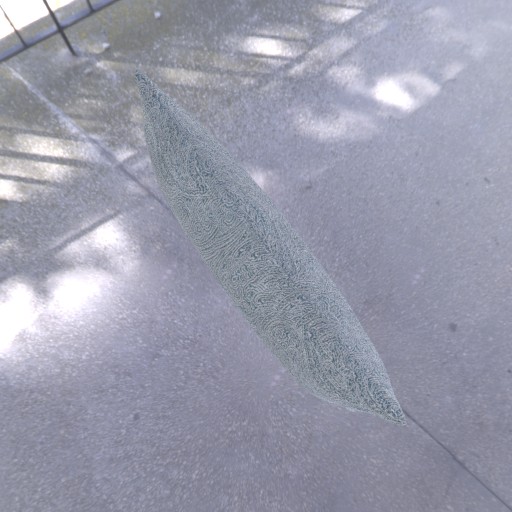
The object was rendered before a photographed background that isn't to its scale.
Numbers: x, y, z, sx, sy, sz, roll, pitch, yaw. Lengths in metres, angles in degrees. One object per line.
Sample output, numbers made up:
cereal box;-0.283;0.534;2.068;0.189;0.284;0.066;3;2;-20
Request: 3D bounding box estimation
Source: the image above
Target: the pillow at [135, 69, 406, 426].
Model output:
pillow;0.000;0.000;0.734;0.151;0.295;0.615;-35;77;-9
